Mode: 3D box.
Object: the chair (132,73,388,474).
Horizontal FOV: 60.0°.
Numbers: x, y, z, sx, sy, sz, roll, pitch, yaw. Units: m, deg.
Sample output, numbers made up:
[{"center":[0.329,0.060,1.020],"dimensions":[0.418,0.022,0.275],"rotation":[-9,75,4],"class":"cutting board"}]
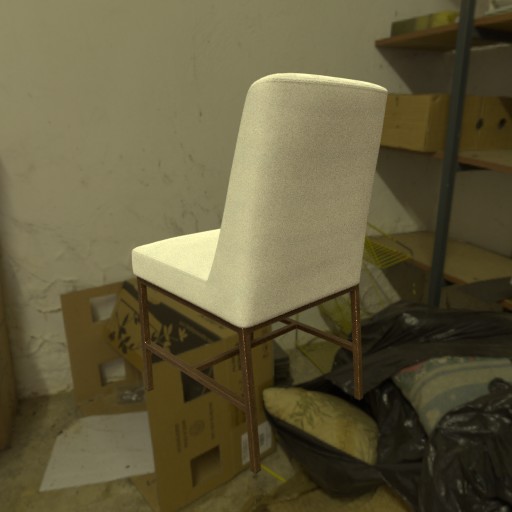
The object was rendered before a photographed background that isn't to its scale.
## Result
[{"center":[0.000,0.000,1.303],"dimensions":[0.503,0.933,0.597],"rotation":[-14,21,-42],"class":"chair"}]
